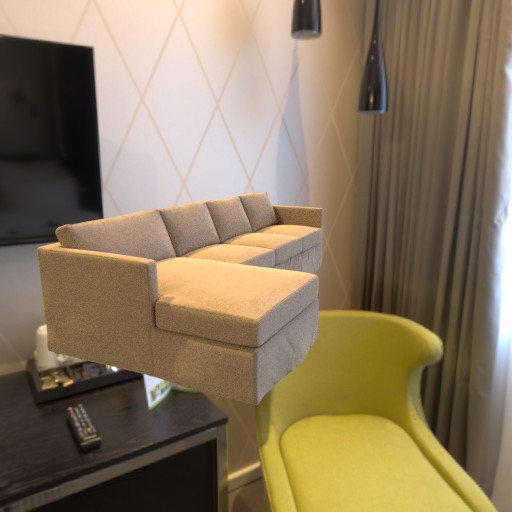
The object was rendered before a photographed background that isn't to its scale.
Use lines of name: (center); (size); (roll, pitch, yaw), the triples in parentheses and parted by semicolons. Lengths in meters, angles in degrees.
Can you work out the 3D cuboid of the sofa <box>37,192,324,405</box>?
sofa: (0.000, 0.000, 3.956); (1.638, 0.920, 3.198); (6, 14, 26)
